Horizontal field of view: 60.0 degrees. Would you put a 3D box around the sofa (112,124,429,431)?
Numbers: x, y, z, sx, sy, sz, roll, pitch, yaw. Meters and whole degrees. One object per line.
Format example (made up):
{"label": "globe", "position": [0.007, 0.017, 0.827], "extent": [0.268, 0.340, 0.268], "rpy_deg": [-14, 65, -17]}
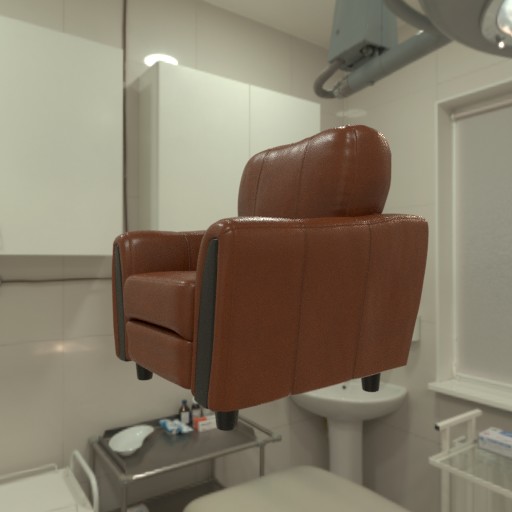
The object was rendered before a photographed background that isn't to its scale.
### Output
{"label": "sofa", "position": [0.000, 0.000, 1.523], "extent": [0.789, 0.876, 0.836], "rpy_deg": [0, 0, -35]}
